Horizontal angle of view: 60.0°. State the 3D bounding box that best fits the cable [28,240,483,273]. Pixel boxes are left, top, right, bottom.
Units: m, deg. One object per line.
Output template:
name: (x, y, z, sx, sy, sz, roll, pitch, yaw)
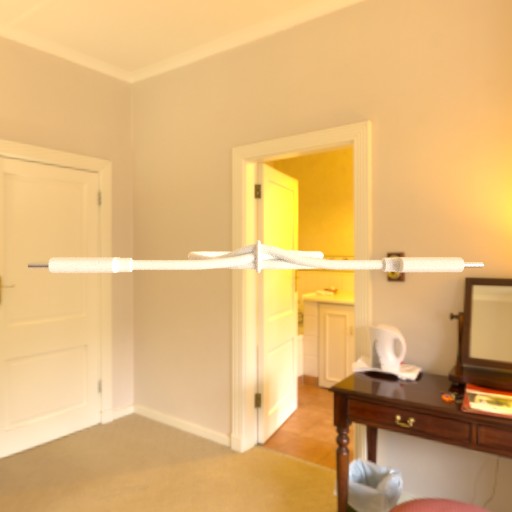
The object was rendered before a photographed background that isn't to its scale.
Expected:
cable: (0.000, 0.000, 0.213, 0.186, 0.014, 0.070, 0, 1, -2)
